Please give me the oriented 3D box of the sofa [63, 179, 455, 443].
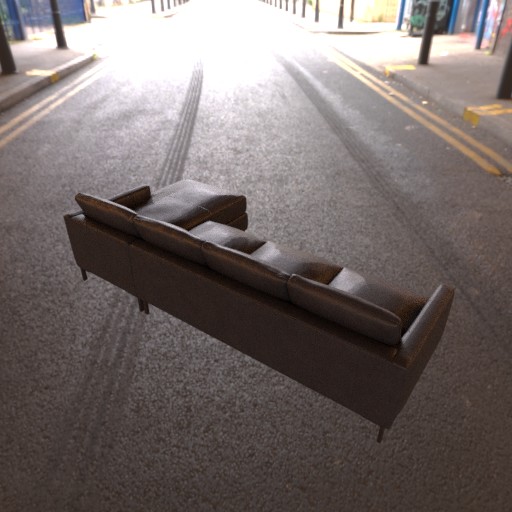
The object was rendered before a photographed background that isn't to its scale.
[{"bbox_3d":[0.000,0.000,3.603,2.993,0.859,1.471,21,37,30],"label":"sofa"}]
